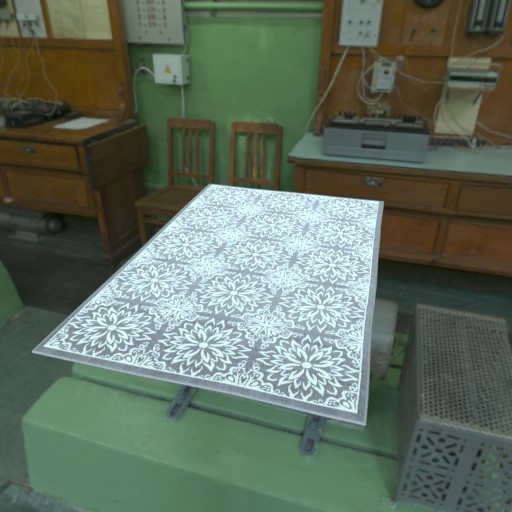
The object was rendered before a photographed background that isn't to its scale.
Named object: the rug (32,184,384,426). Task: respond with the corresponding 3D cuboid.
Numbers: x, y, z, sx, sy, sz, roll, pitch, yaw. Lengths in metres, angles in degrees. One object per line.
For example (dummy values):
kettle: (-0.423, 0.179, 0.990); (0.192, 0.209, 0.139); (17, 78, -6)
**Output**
rug: (0.000, 0.000, 3.389); (1.819, 0.018, 2.746); (8, 31, 14)
